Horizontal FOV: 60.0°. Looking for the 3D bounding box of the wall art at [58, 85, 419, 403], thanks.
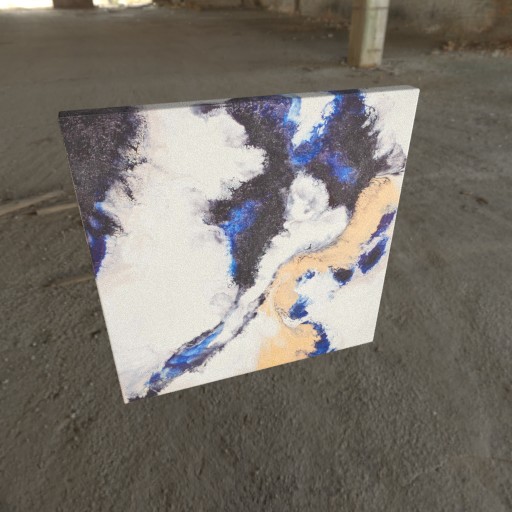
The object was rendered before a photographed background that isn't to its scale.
[{"bbox_3d":[0.000,0.000,0.889,0.609,0.609,0.039,-10,33,-16],"label":"wall art"}]
